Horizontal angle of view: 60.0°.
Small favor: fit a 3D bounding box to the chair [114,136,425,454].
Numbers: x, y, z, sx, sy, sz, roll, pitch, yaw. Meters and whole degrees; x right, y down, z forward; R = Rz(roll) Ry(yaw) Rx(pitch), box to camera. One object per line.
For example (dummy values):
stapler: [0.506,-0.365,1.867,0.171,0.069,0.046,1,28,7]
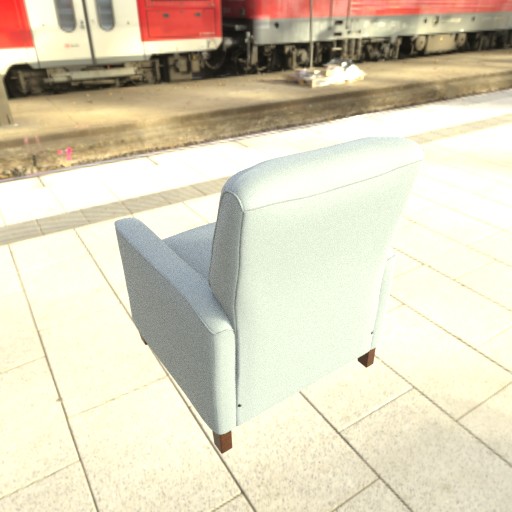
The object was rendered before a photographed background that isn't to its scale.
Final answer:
chair: [0.000,0.000,1.695,0.853,1.007,0.846,-20,36,-29]
